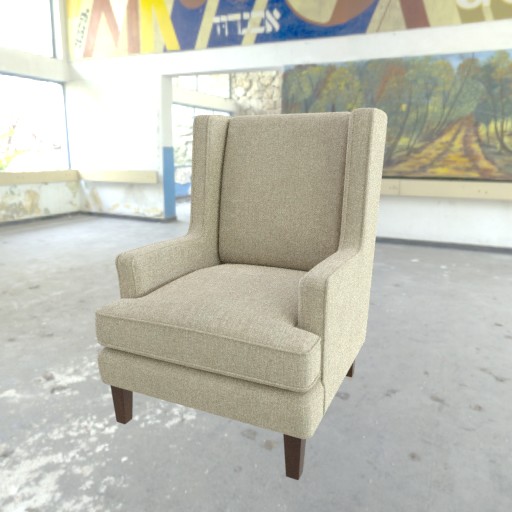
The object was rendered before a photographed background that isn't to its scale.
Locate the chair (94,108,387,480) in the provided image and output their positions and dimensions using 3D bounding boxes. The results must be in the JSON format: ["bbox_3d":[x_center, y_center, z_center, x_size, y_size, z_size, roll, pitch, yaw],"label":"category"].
[{"bbox_3d":[0.000,0.000,1.676,0.764,1.082,0.948,6,14,24],"label":"chair"}]
